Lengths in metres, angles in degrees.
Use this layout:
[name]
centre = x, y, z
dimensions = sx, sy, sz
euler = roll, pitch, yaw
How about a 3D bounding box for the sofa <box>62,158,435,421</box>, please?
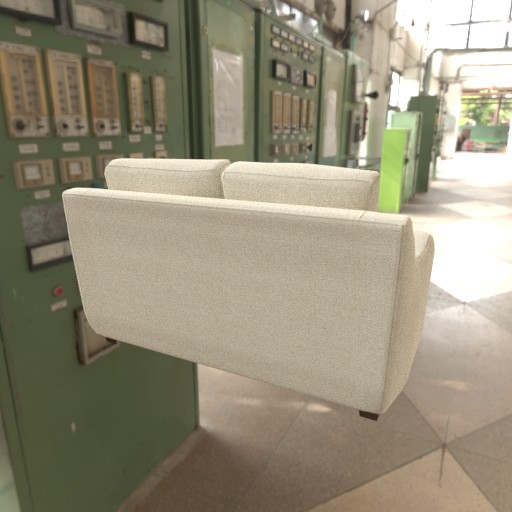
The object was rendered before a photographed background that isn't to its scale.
[sofa]
centre = 0.000, 0.000, 2.391
dimensions = 1.744, 1.047, 1.040
euler = 8, 18, 27
